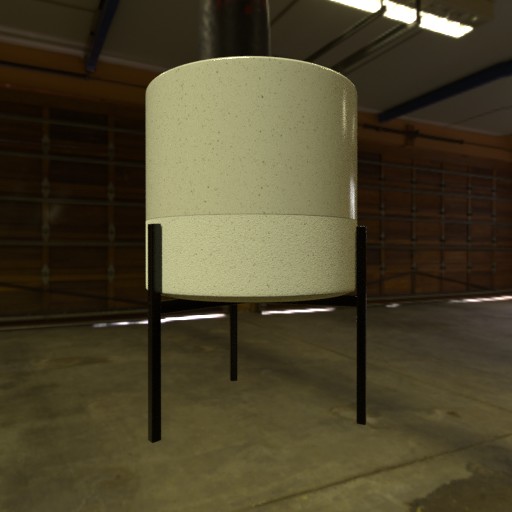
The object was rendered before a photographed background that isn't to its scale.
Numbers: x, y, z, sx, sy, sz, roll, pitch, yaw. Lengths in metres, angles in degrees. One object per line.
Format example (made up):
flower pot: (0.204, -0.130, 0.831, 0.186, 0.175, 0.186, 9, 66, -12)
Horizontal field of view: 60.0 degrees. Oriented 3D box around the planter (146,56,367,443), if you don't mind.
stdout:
planter: (0.000, 0.000, 0.327, 0.159, 0.230, 0.152, 0, 0, 18)
